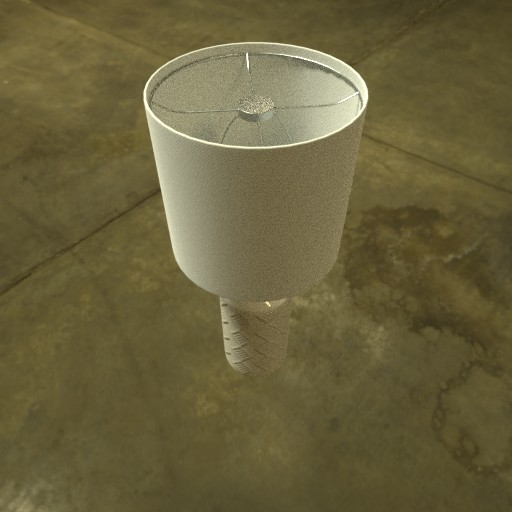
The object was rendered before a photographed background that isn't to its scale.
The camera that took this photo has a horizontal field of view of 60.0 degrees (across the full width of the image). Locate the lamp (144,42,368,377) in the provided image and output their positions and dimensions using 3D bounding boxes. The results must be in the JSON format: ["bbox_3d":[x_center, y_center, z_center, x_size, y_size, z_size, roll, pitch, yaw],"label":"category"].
[{"bbox_3d":[0.000,0.000,0.580,0.207,0.461,0.207,-4,47,-4],"label":"lamp"}]
